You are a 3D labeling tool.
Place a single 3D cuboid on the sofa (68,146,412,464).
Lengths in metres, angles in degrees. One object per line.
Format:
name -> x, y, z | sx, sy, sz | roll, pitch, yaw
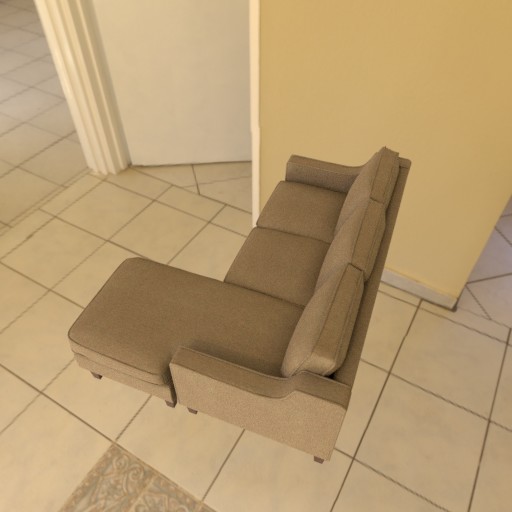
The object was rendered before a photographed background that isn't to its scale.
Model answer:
sofa -> 0.000, 0.000, 3.372 | 1.858, 1.081, 2.317 | 16, 48, 14
